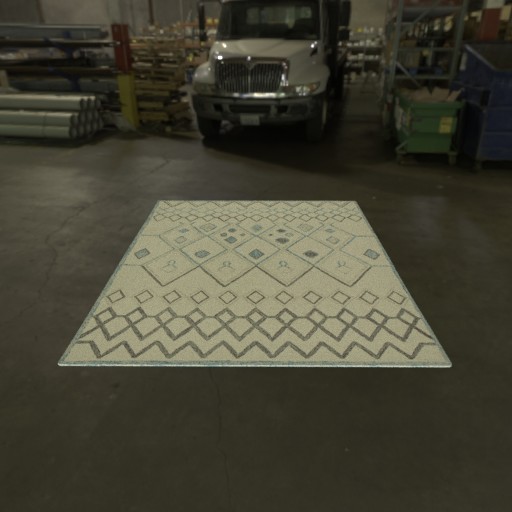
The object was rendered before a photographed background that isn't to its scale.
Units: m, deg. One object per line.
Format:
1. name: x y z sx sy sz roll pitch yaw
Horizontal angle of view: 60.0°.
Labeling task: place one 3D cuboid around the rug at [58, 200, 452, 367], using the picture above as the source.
1. rug: 0.000 0.000 4.100 2.441 0.013 3.056 0 26 0
